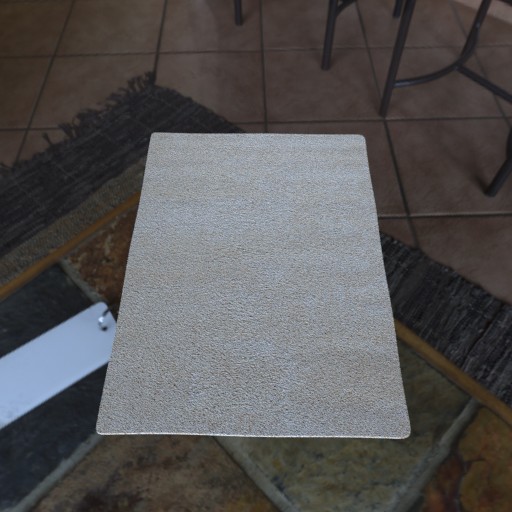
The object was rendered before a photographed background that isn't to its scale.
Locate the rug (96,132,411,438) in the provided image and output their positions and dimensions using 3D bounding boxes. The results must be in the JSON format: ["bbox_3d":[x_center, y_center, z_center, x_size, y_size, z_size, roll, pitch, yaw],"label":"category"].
[{"bbox_3d":[0.000,0.000,2.094,1.199,0.025,1.600,1,59,0],"label":"rug"}]
